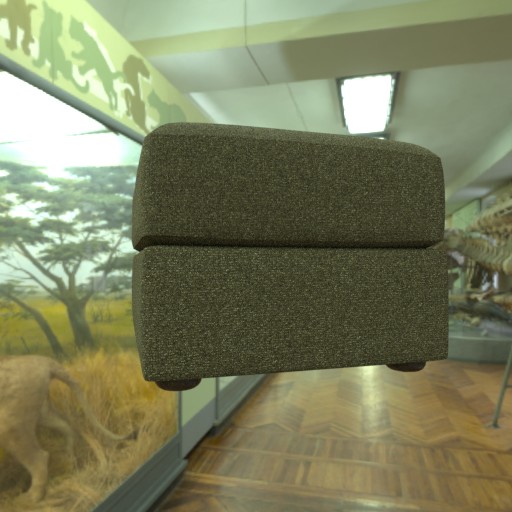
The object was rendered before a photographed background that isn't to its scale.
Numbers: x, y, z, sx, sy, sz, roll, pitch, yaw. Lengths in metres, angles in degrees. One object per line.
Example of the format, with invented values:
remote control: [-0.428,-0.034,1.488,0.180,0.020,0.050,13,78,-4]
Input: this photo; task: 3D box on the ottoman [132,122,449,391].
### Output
ottoman: [0.000,0.000,1.119,0.598,0.476,0.742,0,-1,-17]
